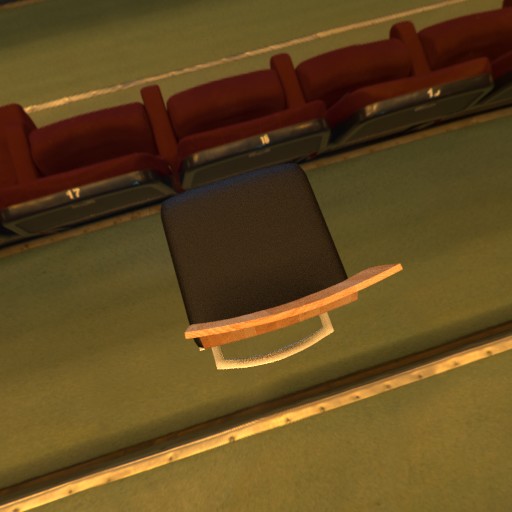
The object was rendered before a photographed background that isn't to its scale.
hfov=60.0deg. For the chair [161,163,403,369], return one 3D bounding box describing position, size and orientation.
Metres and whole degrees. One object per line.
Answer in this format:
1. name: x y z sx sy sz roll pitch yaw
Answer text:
1. chair: 0.000 0.000 1.232 0.462 0.936 0.560 -17 76 -5
